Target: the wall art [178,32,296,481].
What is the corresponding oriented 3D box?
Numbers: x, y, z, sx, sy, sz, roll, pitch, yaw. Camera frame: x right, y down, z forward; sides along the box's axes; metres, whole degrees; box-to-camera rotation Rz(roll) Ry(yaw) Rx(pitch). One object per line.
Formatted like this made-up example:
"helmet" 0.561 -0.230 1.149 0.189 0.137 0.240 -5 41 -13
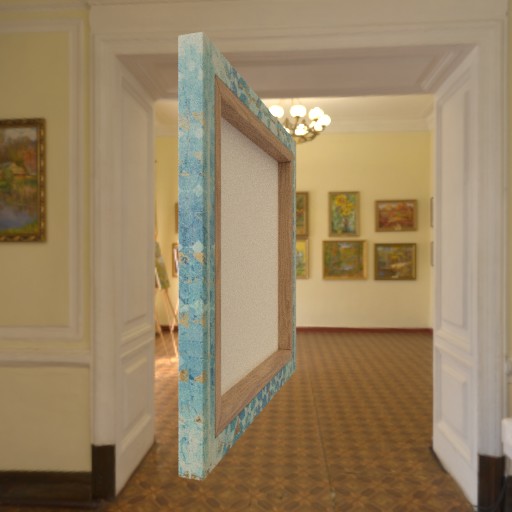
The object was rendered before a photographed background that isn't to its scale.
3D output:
"wall art" 0.000 0.000 0.896 0.040 0.609 0.609 0 0 17
